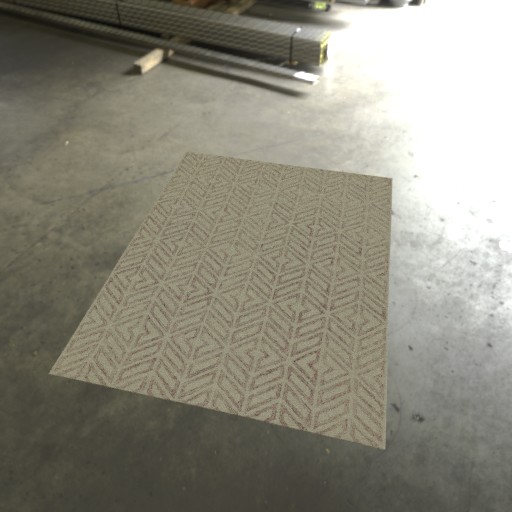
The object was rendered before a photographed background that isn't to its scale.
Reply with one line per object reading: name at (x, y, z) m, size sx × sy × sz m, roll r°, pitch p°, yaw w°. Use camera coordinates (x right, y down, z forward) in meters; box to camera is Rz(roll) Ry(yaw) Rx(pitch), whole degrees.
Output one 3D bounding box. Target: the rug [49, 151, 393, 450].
rug at (0.000, 0.000, 4.096) m, size 2.421 × 0.008 × 3.045 m, roll 9°, pitch 46°, yaw 9°
